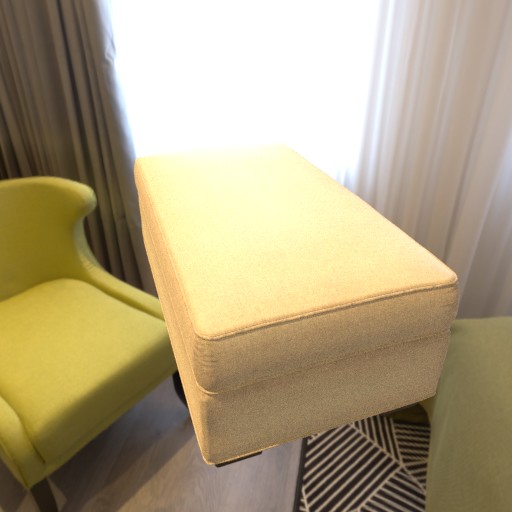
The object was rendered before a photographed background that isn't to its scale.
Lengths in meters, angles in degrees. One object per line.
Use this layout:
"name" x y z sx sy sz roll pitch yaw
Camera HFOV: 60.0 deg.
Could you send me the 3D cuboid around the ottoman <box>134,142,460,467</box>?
"ottoman" 0.000 0.000 1.407 0.617 0.448 1.097 -10 33 -16
